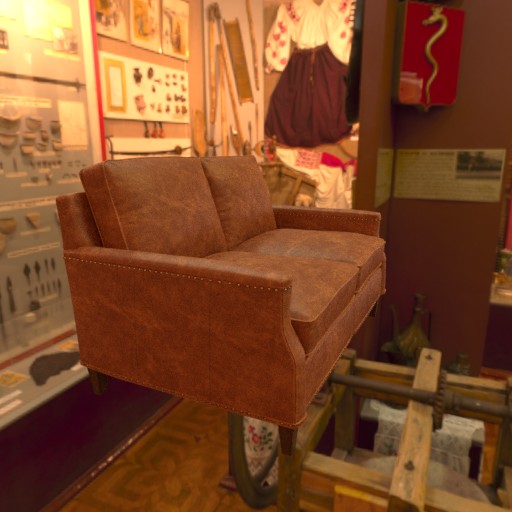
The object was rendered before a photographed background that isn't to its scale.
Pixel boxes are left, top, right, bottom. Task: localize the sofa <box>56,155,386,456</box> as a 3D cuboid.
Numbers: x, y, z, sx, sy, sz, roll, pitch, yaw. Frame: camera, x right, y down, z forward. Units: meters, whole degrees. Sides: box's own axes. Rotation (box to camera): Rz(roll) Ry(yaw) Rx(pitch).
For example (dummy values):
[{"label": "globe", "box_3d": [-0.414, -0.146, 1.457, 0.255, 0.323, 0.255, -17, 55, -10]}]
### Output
[{"label": "sofa", "box_3d": [0.000, 0.000, 2.275, 1.084, 1.003, 1.597, 7, 16, 25]}]
